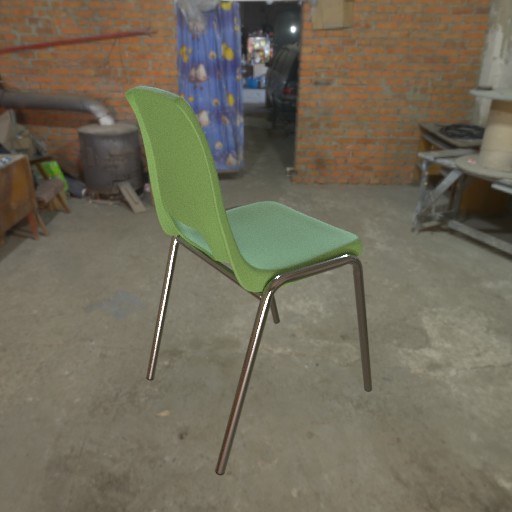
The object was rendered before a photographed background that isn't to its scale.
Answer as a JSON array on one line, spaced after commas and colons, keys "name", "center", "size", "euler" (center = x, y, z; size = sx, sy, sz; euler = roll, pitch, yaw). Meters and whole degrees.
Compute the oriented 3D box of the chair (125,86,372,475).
[{"name": "chair", "center": [0.000, 0.000, 0.958], "size": [0.436, 0.704, 0.381], "euler": [-17, 30, -32]}]
